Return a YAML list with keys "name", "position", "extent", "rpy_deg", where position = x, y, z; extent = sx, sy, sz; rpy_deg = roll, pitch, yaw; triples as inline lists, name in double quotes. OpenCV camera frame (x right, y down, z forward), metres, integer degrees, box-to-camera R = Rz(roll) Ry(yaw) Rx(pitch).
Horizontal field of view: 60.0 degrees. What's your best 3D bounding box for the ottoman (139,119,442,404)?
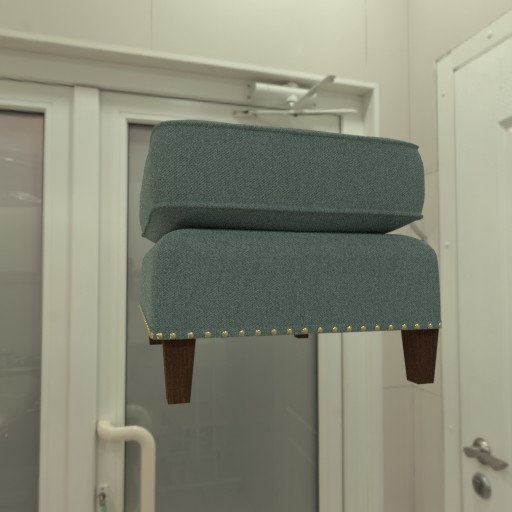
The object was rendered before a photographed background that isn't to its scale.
- name: "ottoman"
  position: [0.000, 0.000, 1.164]
  extent: [0.589, 0.537, 0.738]
  rpy_deg: [1, -2, -16]
